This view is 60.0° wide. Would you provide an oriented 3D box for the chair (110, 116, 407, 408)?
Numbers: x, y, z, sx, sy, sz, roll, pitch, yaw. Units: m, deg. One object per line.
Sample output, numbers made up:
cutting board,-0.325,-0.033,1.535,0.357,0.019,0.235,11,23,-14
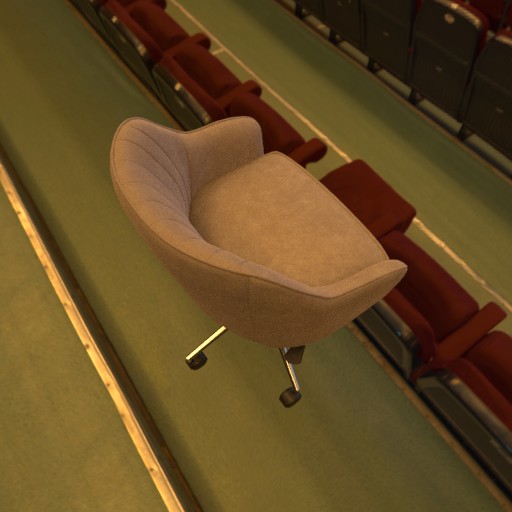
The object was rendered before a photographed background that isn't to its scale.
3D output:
chair,0.000,0.000,1.227,0.573,0.831,0.635,-31,63,-18
